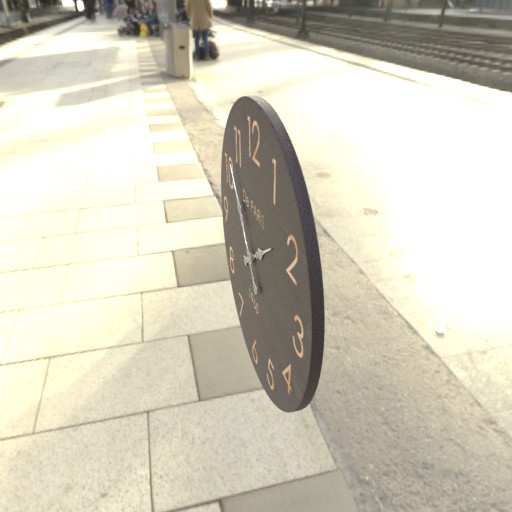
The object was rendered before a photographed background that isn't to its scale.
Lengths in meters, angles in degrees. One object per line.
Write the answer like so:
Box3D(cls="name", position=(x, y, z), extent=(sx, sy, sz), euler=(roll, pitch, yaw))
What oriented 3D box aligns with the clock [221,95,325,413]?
Box3D(cls="clock", position=(0.000, 0.000, 0.876), extent=(0.029, 0.595, 0.595), euler=(-8, 31, -14))
